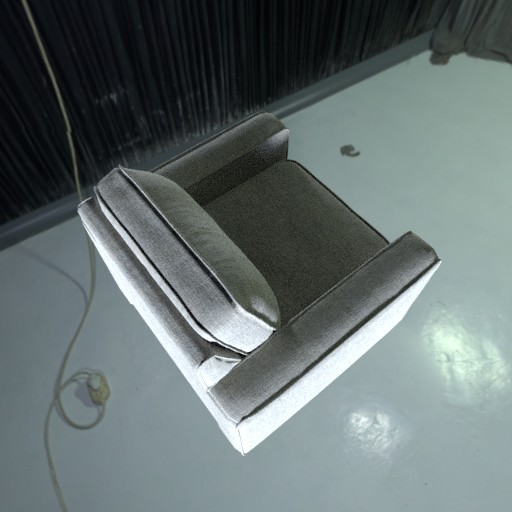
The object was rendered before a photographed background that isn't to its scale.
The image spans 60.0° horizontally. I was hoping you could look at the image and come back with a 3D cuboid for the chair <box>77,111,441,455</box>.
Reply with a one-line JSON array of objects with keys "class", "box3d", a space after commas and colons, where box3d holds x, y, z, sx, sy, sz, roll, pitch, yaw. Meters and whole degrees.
[{"class": "chair", "box3d": [0.000, 0.000, 1.729, 0.940, 0.914, 1.016, -34, 65, -19]}]
